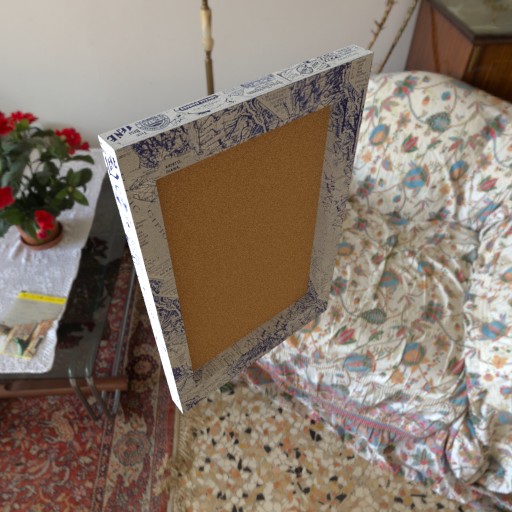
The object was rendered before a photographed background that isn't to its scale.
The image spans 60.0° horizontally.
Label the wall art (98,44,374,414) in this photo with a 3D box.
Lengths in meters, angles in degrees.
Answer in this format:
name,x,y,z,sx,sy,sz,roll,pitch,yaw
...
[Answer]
name,x,y,z,sx,sy,sz,roll,pitch,yaw
wall art,0.000,0.000,0.769,0.408,0.601,0.040,-30,53,-27
